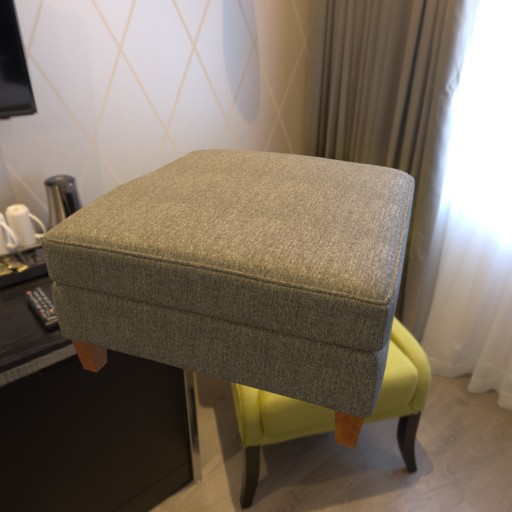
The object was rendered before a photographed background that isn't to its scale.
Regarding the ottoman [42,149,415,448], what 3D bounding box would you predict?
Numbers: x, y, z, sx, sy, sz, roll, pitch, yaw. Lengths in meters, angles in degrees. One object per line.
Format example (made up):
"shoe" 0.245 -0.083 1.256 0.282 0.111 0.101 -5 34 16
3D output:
"ottoman" 0.000 0.000 1.343 0.838 0.481 0.838 10 30 18
